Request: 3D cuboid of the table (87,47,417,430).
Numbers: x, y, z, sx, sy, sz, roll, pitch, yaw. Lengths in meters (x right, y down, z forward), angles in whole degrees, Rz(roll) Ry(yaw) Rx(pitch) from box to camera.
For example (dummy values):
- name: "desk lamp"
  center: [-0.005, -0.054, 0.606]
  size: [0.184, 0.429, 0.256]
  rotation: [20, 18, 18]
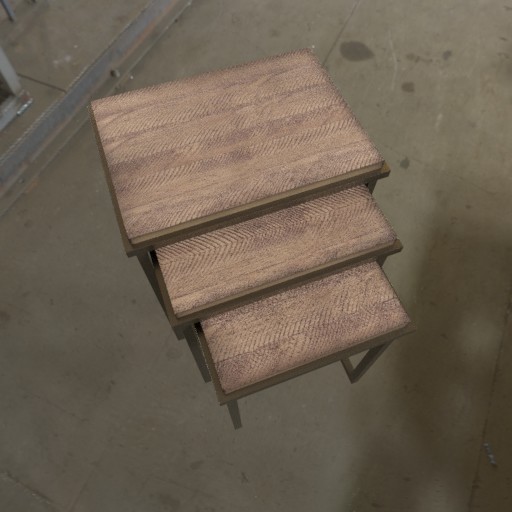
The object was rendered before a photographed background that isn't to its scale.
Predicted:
- name: "table"
  center: [0.000, 0.000, 1.145]
  size: [0.559, 0.610, 0.706]
  rotation: [-18, 63, -10]
